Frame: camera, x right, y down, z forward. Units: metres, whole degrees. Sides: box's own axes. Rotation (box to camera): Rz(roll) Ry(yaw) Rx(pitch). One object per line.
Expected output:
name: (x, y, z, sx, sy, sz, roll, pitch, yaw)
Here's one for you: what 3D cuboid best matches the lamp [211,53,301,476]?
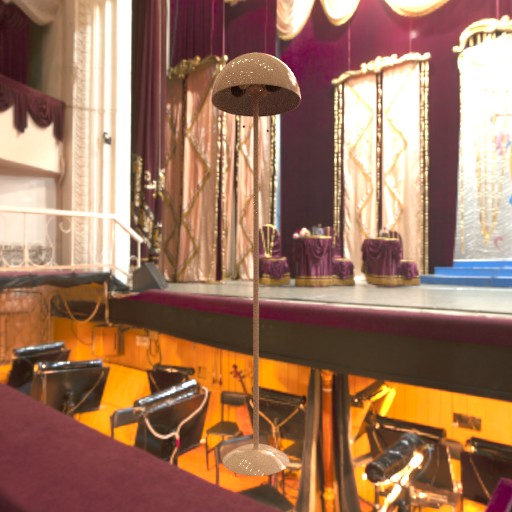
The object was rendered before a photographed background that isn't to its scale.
lamp: (0.000, 0.000, 1.619, 0.328, 1.480, 0.328, -1, -1, 36)
